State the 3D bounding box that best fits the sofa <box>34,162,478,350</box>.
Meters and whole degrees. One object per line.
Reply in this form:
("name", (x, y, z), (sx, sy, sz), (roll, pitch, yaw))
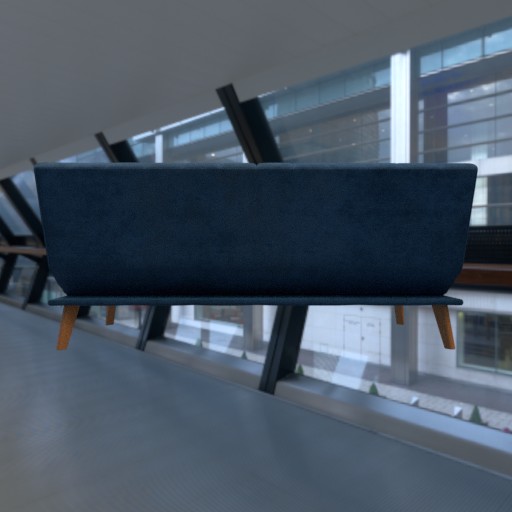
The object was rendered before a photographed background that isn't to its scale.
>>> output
("sofa", (0.000, 0.000, 2.223), (1.804, 0.813, 0.855), (0, 1, 0))
